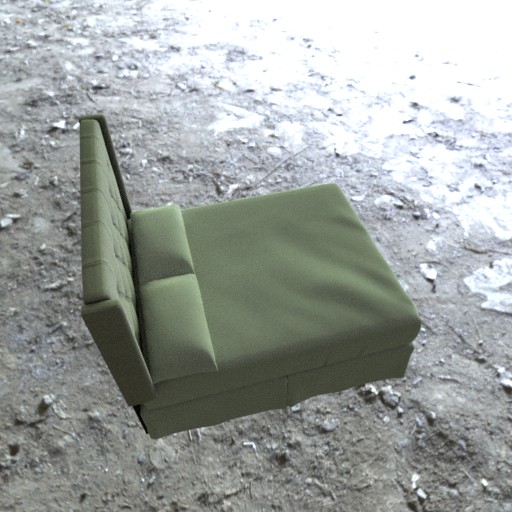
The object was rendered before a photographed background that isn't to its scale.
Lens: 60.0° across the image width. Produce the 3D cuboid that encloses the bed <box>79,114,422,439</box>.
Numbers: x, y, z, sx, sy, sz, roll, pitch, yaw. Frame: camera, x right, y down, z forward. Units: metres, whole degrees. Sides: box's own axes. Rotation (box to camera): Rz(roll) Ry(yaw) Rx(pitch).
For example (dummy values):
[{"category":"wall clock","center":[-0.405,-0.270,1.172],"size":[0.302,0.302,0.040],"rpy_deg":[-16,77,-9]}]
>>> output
[{"category":"bed","center":[0.000,0.000,3.271],"size":[2.066,1.665,1.719],"rpy_deg":[-12,49,-10]}]
